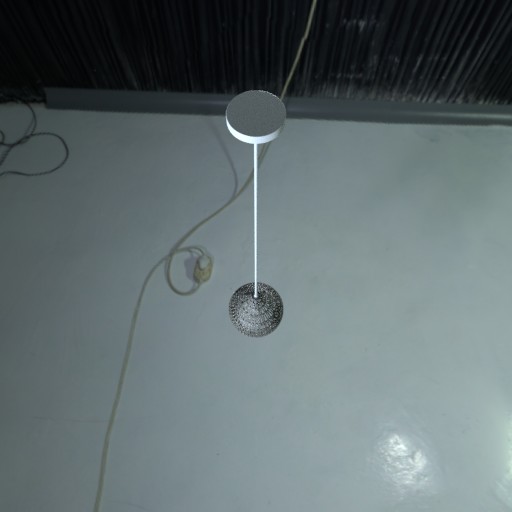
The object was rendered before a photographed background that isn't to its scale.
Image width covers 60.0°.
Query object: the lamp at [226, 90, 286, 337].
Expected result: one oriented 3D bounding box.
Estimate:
[{"bbox_3d":[0.000,0.000,2.104,0.355,1.919,0.355,-2,66,-1],"label":"lamp"}]
